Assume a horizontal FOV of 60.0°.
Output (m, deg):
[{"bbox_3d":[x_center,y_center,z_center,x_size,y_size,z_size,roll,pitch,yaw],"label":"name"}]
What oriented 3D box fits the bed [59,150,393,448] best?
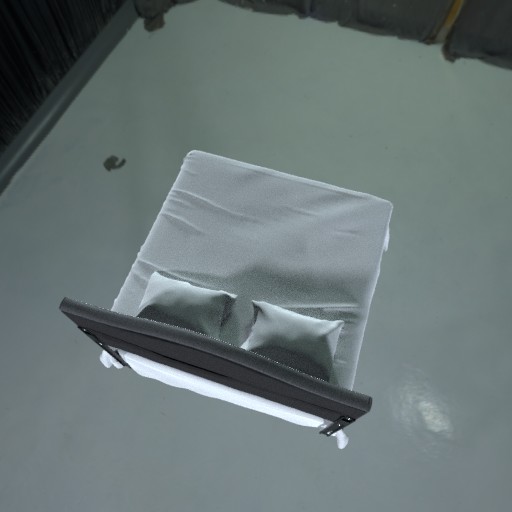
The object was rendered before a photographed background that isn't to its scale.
[{"bbox_3d":[0.000,0.000,3.618,2.314,1.651,2.219,16,65,8],"label":"bed"}]
